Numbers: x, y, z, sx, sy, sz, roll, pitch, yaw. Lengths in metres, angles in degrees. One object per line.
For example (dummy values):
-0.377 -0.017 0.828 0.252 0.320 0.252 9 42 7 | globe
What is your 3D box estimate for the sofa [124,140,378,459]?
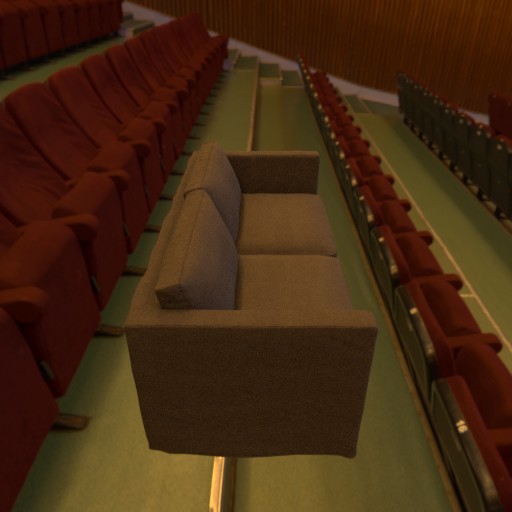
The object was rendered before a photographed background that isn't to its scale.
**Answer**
0.000 0.000 2.547 0.953 0.855 1.982 0 32 0 | sofa
